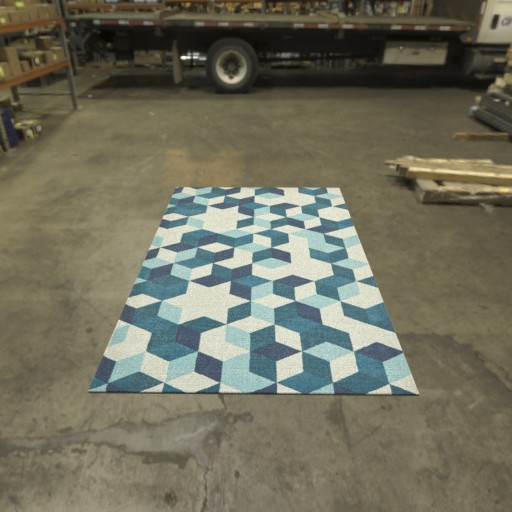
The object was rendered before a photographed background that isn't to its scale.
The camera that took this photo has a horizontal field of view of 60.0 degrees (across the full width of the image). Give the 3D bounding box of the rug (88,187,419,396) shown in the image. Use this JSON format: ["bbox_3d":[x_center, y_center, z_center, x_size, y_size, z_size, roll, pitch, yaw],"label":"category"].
[{"bbox_3d":[0.000,0.000,3.067,1.518,0.015,2.438,0,31,1],"label":"rug"}]
